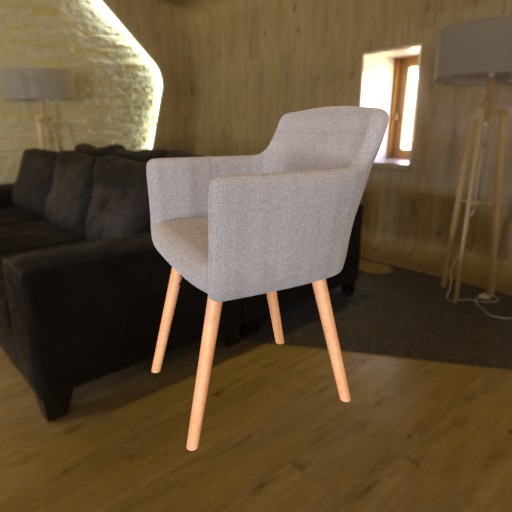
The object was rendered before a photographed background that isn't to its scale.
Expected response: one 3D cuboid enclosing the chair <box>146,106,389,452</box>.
[{"bbox_3d":[0.000,0.000,1.204,0.540,0.780,0.570,-8,18,-24],"label":"chair"}]
